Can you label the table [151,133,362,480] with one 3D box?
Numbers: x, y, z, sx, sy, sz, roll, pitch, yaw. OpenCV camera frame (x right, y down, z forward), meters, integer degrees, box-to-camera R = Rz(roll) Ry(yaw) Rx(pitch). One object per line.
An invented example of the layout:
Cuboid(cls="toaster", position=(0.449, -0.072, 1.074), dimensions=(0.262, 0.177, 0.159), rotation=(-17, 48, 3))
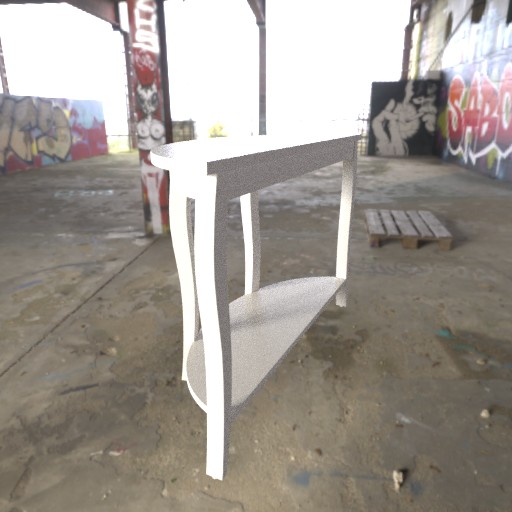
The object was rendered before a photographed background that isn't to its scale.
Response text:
Cuboid(cls="table", position=(0.000, 0.000, 1.547), dimensions=(0.394, 0.780, 1.219), rotation=(9, 20, 25))
